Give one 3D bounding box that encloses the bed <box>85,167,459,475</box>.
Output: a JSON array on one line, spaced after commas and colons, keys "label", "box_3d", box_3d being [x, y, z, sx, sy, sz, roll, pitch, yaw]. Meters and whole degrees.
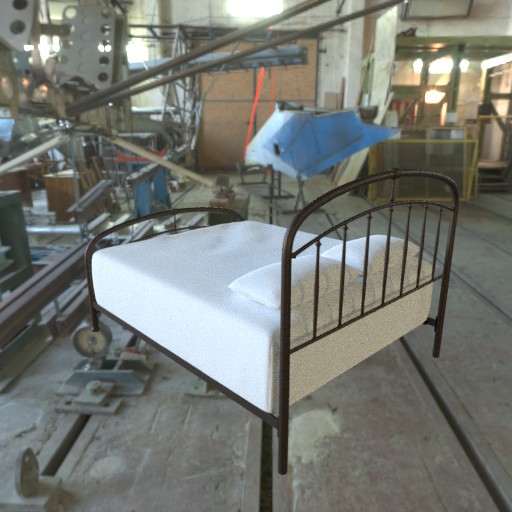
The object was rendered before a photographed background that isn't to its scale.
[{"label": "bed", "box_3d": [0.000, 0.000, 3.265, 1.711, 1.425, 2.180, -15, 22, -41]}]
